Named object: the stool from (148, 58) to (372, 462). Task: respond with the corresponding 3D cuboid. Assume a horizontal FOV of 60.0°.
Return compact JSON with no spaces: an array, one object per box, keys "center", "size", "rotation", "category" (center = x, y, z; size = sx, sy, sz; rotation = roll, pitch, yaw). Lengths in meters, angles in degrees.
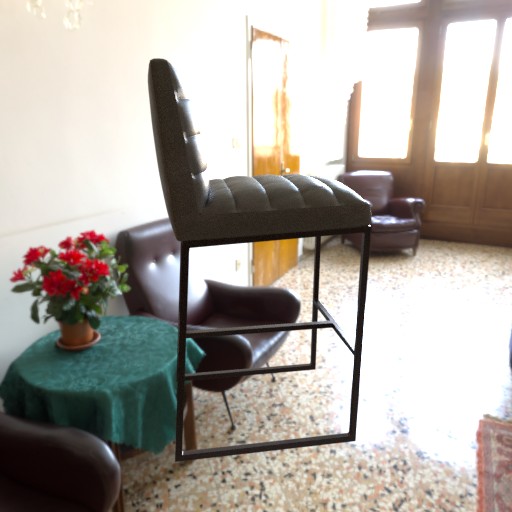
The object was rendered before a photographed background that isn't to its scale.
[{"center":[0.000,0.000,1.357],"size":[0.562,1.065,0.463],"rotation":[-3,16,-9],"category":"stool"}]
